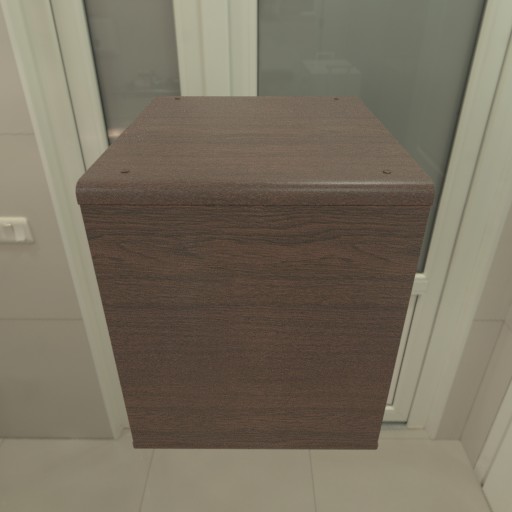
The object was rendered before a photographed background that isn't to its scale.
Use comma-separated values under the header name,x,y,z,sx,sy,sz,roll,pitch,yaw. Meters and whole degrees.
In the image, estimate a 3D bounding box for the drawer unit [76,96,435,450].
name,x,y,z,sx,sy,sz,roll,pitch,yaw
drawer unit,0.000,0.000,0.588,0.290,0.344,0.344,0,31,0
